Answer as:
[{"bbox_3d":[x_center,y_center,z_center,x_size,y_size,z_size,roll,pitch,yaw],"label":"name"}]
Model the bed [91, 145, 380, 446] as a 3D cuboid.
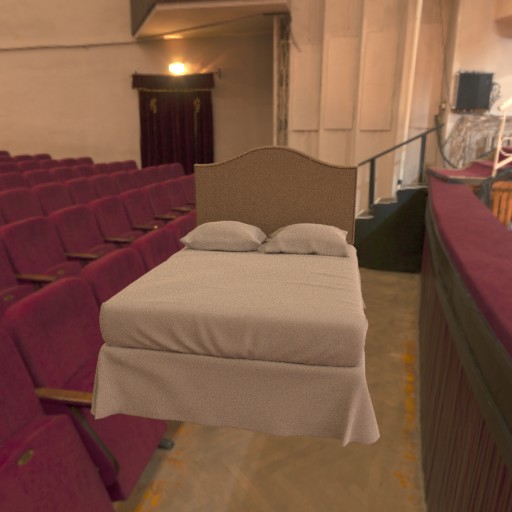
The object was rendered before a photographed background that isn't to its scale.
[{"bbox_3d":[0.000,0.000,3.466,1.876,1.645,2.221,3,15,10],"label":"bed"}]
